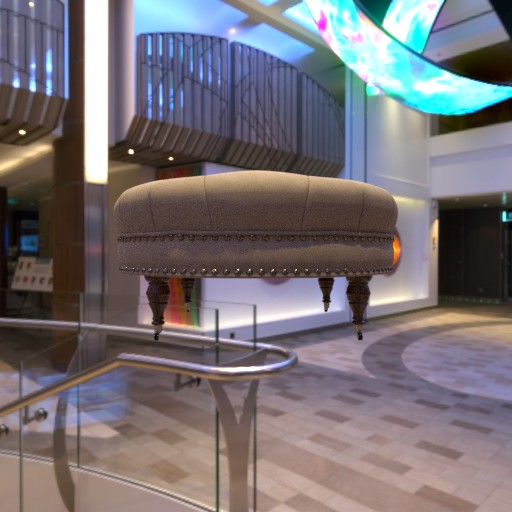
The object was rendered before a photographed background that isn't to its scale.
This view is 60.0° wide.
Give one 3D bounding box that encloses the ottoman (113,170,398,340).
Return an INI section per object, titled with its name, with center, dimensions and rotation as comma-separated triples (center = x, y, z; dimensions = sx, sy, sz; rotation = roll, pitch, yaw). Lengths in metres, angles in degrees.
[ottoman]
center = 0.000, 0.000, 1.435
dimensions = 0.901, 0.439, 0.901
rotation = 0, 0, 0
